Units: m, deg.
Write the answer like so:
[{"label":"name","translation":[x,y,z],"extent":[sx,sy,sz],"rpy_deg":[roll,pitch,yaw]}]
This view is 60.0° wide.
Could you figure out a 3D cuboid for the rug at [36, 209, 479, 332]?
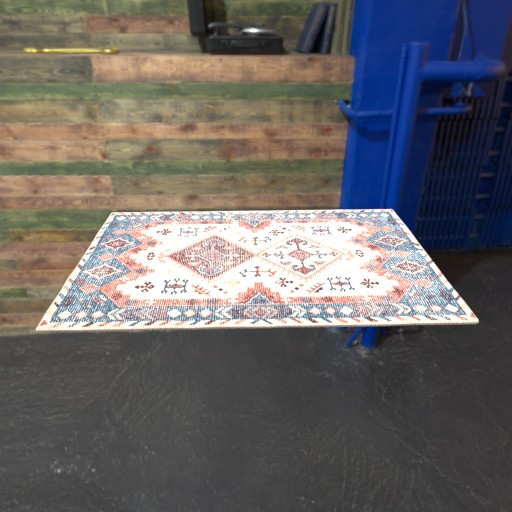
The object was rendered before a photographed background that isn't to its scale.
[{"label":"rug","translation":[0.000,0.000,2.357],"extent":[1.840,0.015,1.225],"rpy_deg":[-1,29,-2]}]
